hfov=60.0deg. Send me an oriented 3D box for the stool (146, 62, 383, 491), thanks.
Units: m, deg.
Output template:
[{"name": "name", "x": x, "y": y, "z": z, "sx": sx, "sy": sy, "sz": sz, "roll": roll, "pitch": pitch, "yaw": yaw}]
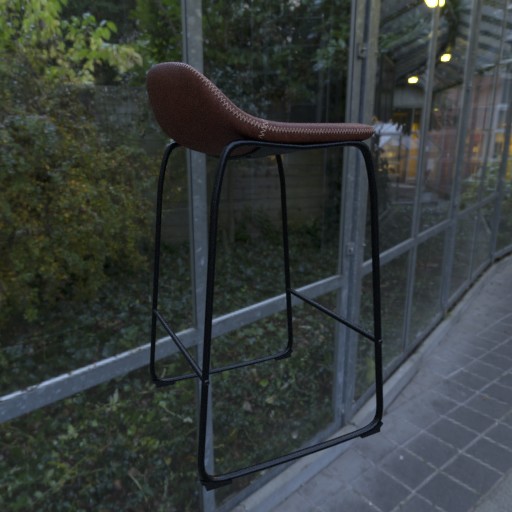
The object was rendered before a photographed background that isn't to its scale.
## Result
[{"name": "stool", "x": 0.000, "y": 0.000, "z": 1.080, "sx": 0.473, "sy": 0.830, "sz": 0.454, "roll": -7, "pitch": 15, "yaw": -25}]
